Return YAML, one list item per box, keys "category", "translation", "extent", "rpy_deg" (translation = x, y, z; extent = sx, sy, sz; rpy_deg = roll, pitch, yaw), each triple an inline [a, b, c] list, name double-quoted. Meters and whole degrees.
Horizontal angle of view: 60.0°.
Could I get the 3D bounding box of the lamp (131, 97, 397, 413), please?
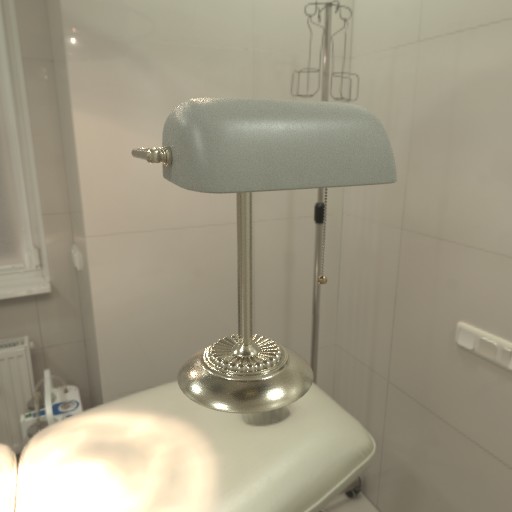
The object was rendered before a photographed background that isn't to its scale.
- category: "lamp"
  translation: [0.000, 0.000, 0.517]
  extent: [0.264, 0.339, 0.243]
  rpy_deg: [-7, 17, -25]
